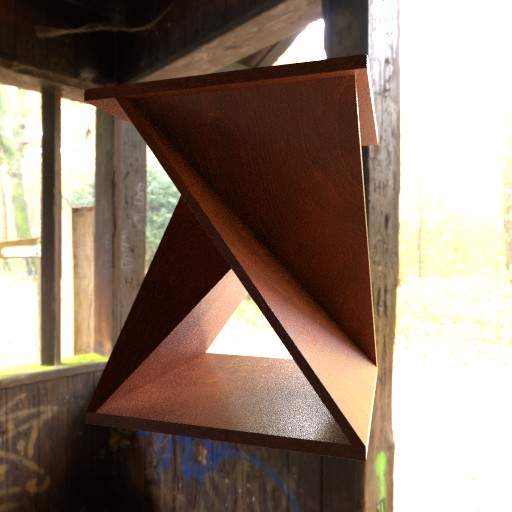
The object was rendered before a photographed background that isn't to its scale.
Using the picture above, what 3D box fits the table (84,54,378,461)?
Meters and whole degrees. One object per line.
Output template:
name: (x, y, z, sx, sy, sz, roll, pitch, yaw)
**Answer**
table: (0.000, 0.000, 0.832, 0.427, 0.520, 0.427, 0, 1, 17)
